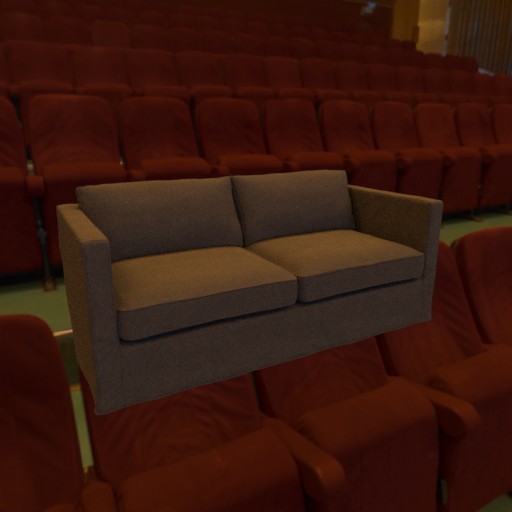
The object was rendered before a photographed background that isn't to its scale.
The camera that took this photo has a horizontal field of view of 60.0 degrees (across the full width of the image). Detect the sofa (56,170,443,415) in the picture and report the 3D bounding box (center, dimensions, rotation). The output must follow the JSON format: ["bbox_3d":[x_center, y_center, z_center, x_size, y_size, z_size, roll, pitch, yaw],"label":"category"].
[{"bbox_3d":[0.000,0.000,2.511,1.982,0.855,0.953,-9,18,-27],"label":"sofa"}]
